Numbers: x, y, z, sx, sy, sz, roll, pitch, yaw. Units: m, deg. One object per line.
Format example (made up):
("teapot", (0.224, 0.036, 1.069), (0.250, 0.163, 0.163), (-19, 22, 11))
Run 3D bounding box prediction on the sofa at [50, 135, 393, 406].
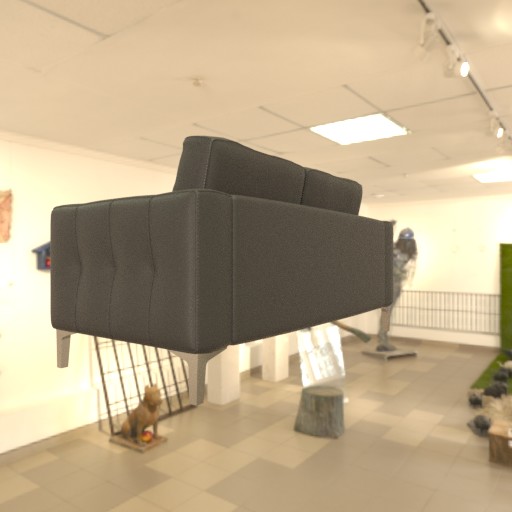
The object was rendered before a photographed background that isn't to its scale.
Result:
("sofa", (0.000, 0.000, 2.210), (0.833, 0.893, 1.726), (0, 0, 36))
